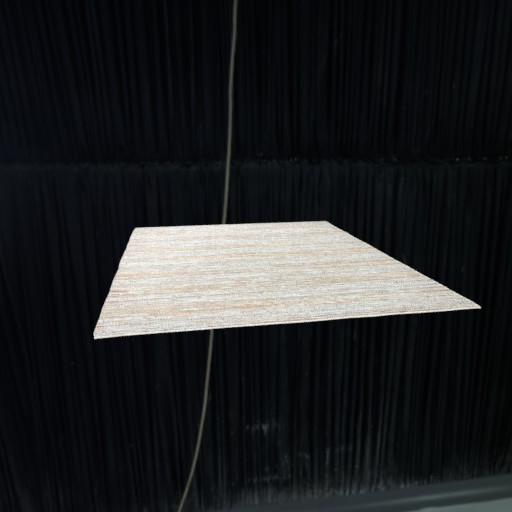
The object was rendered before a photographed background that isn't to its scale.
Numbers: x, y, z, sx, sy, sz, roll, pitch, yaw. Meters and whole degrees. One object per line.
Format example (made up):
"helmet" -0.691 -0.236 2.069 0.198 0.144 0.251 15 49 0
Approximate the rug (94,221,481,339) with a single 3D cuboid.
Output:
"rug" 0.000 0.000 3.903 2.313 0.009 2.939 -3 15 -10
